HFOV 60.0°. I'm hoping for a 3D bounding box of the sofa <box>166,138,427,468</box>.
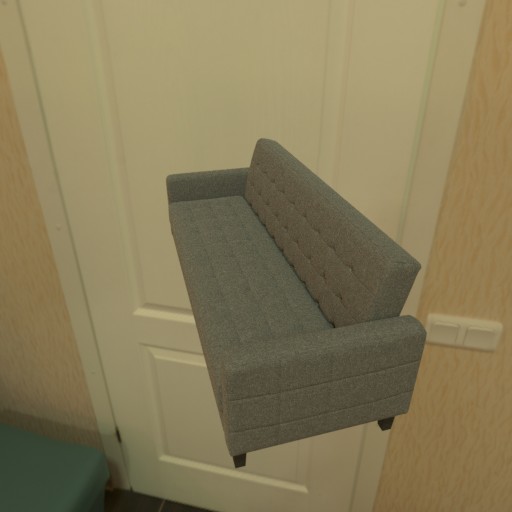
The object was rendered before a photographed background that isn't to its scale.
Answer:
[{"bbox_3d":[0.000,0.000,2.506,0.810,0.850,2.040,-8,31,-14],"label":"sofa"}]
